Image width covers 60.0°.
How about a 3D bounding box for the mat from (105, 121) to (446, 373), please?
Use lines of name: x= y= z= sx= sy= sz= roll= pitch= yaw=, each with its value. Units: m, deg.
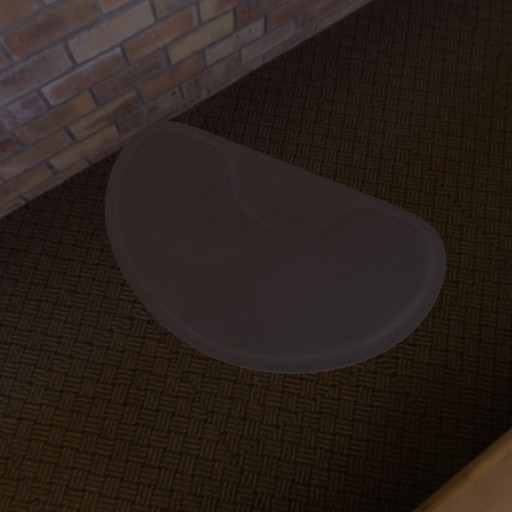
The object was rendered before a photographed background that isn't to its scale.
mat: x=0.000 y=0.000 z=1.887 sx=1.524 sy=0.013 sz=0.913 roll=23 pitch=76 yaw=6
